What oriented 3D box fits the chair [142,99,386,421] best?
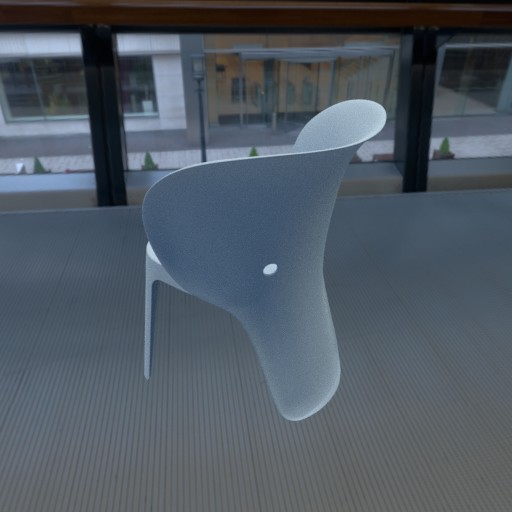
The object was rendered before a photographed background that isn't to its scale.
[{"bbox_3d":[0.000,0.000,0.865,0.402,0.554,0.451,21,38,30],"label":"chair"}]
